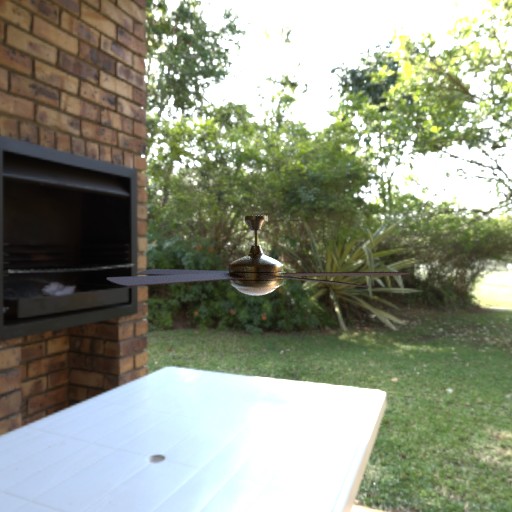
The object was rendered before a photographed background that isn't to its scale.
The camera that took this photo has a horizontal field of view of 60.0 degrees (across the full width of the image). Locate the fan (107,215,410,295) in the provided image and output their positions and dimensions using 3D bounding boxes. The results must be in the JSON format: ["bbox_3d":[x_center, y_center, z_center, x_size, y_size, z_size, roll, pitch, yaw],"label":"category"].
[{"bbox_3d":[0.000,0.000,2.004,1.321,0.356,1.321,0,0,18],"label":"fan"}]
